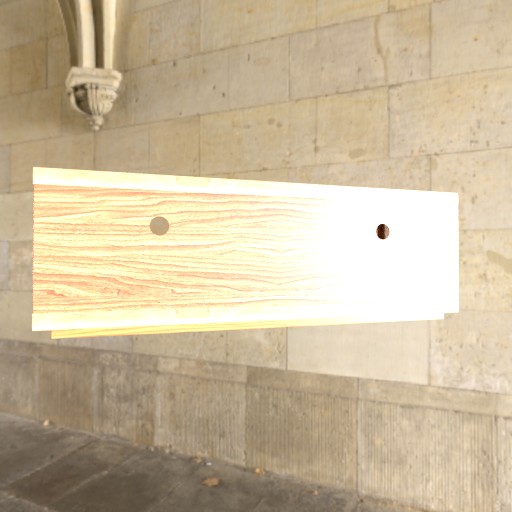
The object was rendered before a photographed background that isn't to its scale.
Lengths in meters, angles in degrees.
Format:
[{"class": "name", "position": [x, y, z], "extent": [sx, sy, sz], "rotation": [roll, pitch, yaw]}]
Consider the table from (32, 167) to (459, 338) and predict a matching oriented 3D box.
[{"class": "table", "position": [0.000, 0.000, 1.725], "extent": [1.499, 0.491, 0.499], "rotation": [0, -1, -18]}]
